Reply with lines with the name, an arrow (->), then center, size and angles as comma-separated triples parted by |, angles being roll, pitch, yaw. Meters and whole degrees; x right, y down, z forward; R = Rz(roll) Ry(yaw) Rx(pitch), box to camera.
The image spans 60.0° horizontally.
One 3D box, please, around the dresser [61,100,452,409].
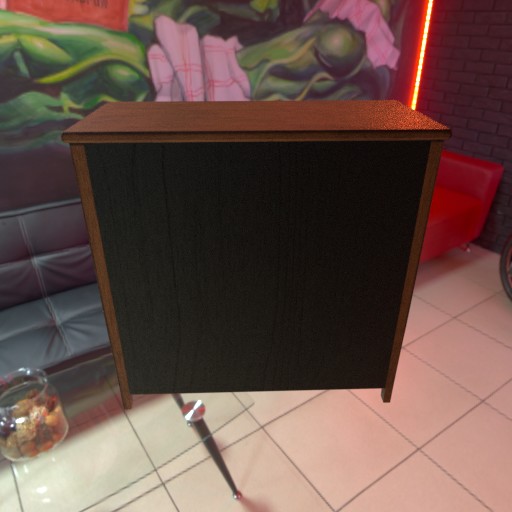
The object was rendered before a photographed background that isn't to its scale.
dresser -> 0.000, 0.000, 1.960 | 1.250, 1.224, 0.591 | -1, 28, -2
